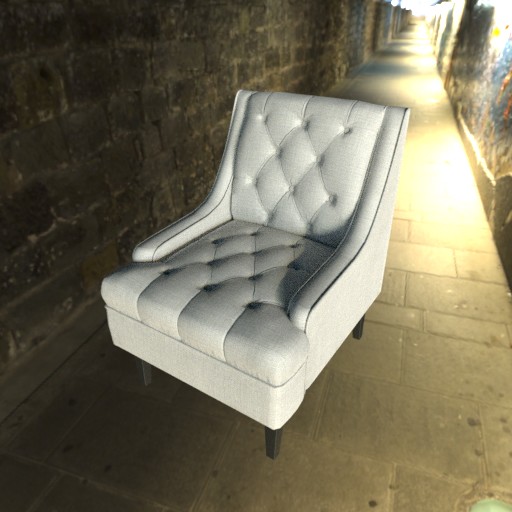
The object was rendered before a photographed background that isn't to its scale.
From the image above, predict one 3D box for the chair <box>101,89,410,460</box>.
[{"bbox_3d":[0.000,0.000,1.427,0.658,0.891,0.772,18,34,29],"label":"chair"}]
